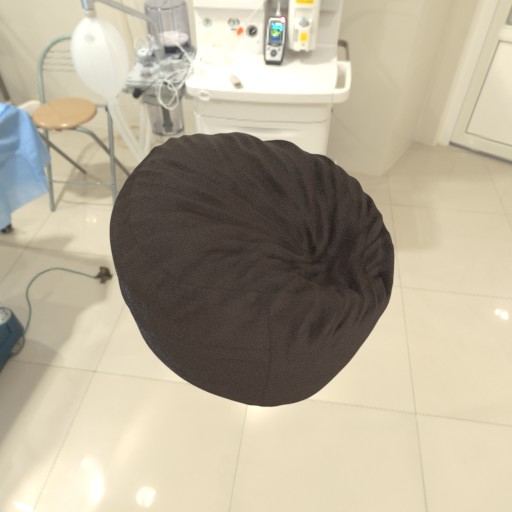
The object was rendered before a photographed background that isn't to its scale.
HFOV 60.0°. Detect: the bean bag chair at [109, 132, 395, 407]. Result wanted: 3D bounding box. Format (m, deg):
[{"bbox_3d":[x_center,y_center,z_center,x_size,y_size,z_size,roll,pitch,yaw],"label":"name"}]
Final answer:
[{"bbox_3d":[0.000,0.000,2.079,1.245,0.821,1.245,0,45,0],"label":"bean bag chair"}]
